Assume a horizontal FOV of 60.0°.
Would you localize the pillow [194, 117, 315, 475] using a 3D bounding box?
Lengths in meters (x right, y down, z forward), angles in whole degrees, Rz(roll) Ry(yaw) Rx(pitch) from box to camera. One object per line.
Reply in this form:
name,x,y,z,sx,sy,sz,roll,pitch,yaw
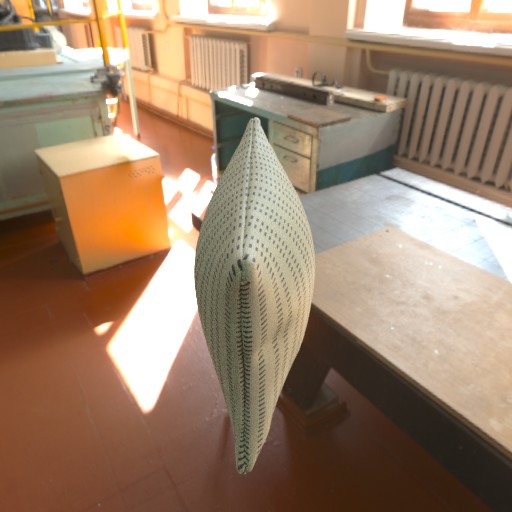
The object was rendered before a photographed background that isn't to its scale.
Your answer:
pillow,0.000,0.000,0.812,0.210,0.353,0.640,0,31,1
